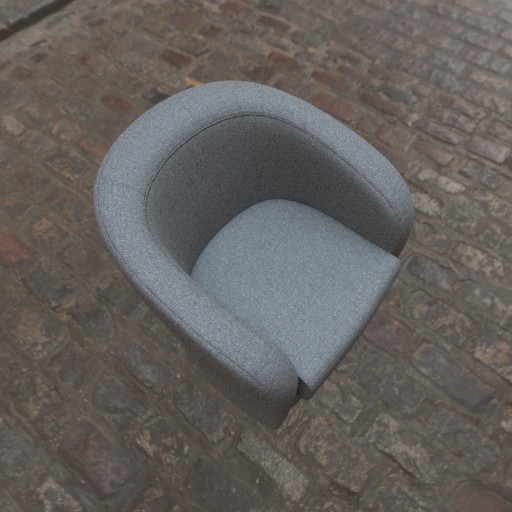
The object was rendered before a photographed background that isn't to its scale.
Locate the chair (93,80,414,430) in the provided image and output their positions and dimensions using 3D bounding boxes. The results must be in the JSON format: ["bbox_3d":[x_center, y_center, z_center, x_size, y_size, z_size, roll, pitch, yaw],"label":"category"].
[{"bbox_3d":[0.000,0.000,1.443,0.815,0.771,0.791,34,65,19],"label":"chair"}]
